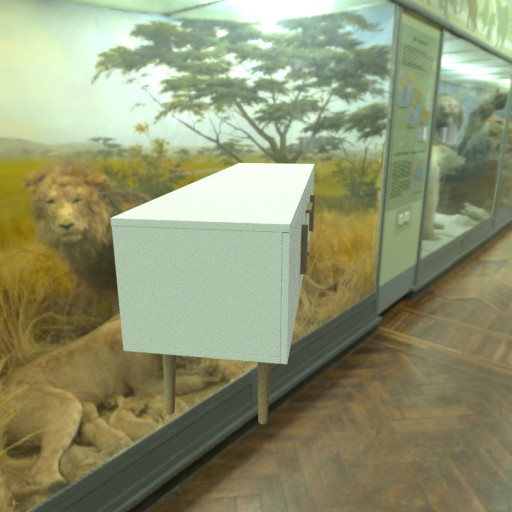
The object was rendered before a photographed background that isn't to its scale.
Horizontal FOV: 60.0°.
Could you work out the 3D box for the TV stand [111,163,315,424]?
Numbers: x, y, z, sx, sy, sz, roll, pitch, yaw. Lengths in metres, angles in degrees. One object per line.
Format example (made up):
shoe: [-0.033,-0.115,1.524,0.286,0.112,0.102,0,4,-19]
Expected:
TV stand: [0.000,0.000,1.650,0.401,0.560,1.398,3,17,9]
